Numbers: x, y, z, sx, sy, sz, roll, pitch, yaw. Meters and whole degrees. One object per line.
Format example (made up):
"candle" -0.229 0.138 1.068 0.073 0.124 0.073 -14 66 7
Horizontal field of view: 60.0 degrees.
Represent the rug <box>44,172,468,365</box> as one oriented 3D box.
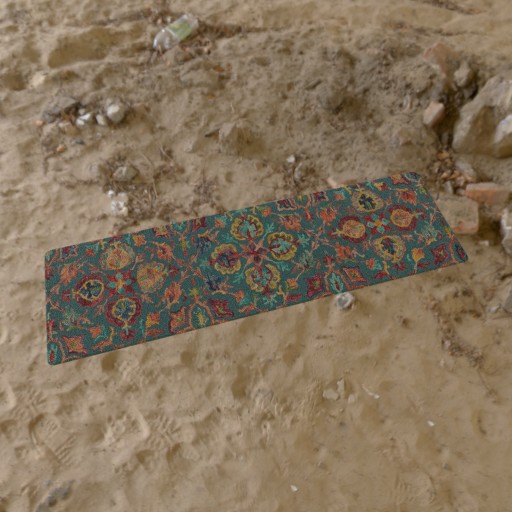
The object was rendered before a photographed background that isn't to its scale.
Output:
"rug" 0.000 0.000 2.482 2.286 0.013 0.686 -13 59 -8
